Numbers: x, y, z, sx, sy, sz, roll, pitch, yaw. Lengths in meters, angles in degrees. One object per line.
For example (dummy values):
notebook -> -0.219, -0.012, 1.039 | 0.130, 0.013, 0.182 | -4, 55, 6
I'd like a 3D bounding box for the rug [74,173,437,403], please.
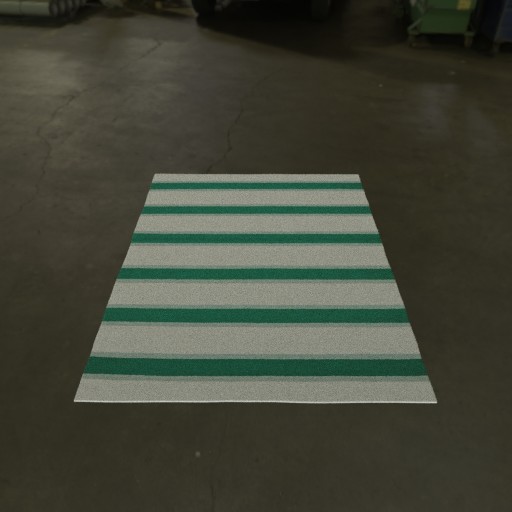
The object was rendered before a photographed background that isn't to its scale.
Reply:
rug -> 0.000, 0.000, 4.119 | 2.434, 0.019, 3.041 | 0, 40, 0
